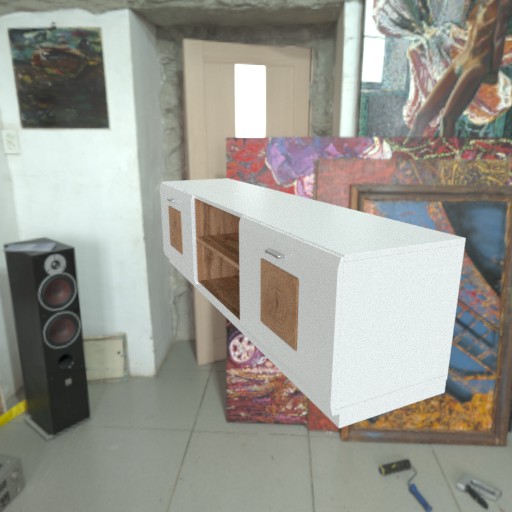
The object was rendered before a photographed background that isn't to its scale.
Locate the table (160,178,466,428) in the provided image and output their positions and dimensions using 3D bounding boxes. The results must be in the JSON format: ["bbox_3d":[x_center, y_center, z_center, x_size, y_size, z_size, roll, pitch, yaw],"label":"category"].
[{"bbox_3d":[0.000,0.000,1.737,0.400,0.440,1.550,-7,17,-25],"label":"table"}]
